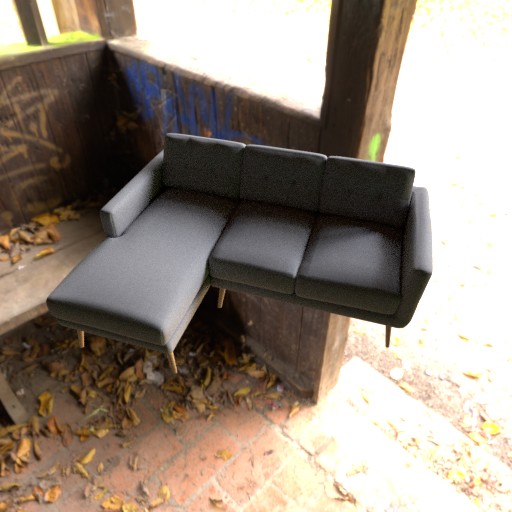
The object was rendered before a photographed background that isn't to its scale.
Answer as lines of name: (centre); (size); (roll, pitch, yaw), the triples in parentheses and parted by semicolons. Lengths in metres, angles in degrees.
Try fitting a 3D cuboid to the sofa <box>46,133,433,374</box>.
sofa: (0.000, 0.000, 2.810); (2.040, 0.860, 1.530); (11, 41, 13)
